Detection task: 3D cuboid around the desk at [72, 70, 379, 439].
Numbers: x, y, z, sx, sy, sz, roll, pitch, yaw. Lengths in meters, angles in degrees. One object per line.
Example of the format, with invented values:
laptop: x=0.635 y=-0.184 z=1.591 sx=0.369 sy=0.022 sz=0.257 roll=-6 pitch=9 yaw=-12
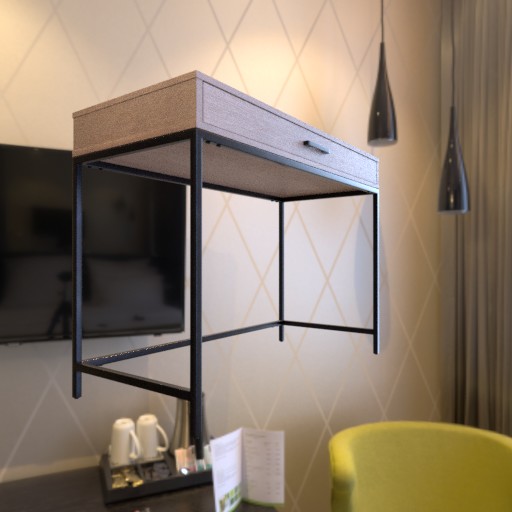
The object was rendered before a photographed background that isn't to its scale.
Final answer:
desk: x=0.000 y=0.000 z=1.451 sx=0.470 sy=0.762 sz=1.016 roll=0 pitch=0 yaw=36
